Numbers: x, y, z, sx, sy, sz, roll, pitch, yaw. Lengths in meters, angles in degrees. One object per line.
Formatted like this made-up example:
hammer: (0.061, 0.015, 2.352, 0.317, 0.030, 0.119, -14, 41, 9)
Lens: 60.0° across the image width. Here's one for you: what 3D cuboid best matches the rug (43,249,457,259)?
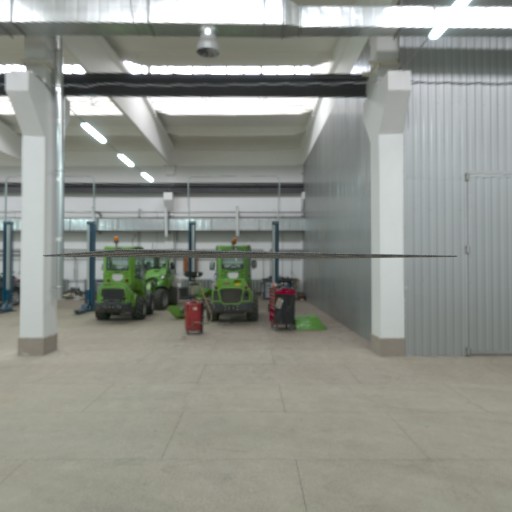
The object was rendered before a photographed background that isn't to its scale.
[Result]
rug: (0.000, 0.000, 3.107, 2.476, 0.011, 1.554, 1, -1, -36)
